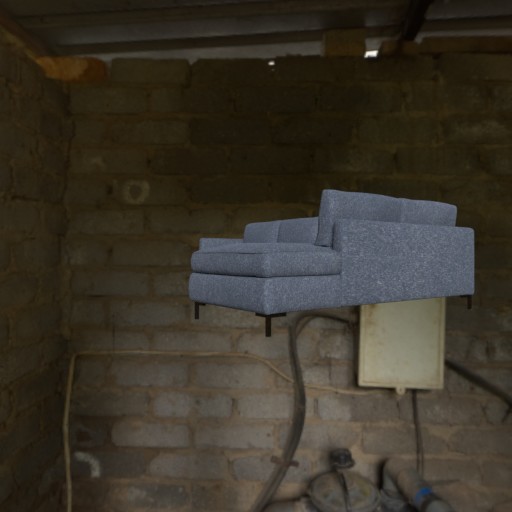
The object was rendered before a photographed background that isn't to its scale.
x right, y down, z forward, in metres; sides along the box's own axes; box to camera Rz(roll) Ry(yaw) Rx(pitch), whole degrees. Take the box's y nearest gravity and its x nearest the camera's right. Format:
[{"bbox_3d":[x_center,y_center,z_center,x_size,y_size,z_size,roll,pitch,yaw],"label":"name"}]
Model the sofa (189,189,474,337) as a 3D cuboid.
[{"bbox_3d":[0.000,0.000,3.933,2.007,0.815,2.949,0,0,-36],"label":"sofa"}]
